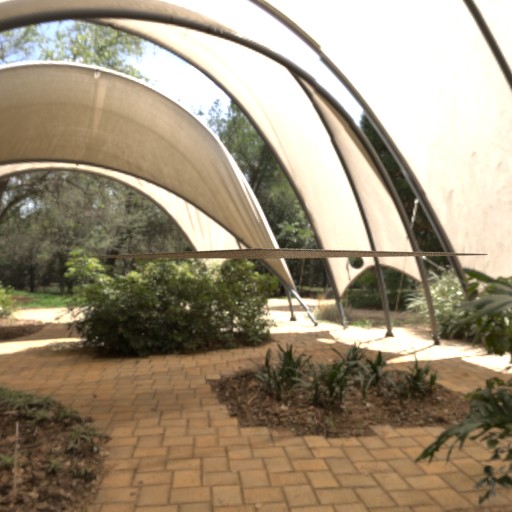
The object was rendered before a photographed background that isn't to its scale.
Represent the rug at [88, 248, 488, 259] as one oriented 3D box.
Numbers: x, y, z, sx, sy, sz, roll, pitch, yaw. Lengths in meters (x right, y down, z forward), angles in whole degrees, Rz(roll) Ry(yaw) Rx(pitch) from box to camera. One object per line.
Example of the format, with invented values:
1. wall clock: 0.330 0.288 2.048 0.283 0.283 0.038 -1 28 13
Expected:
1. rug: 0.000 0.000 3.750 2.005 0.013 2.890 1 -1 -35
